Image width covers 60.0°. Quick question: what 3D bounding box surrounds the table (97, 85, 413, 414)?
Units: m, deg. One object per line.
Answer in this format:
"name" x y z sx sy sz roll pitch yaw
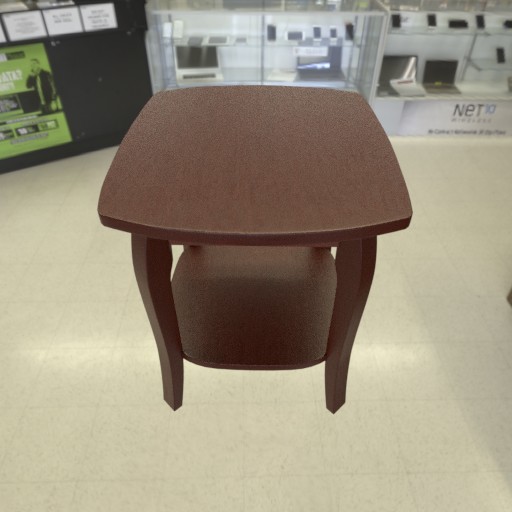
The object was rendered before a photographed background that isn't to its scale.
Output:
"table" 0.000 0.000 0.879 0.433 0.496 0.502 1 40 1
